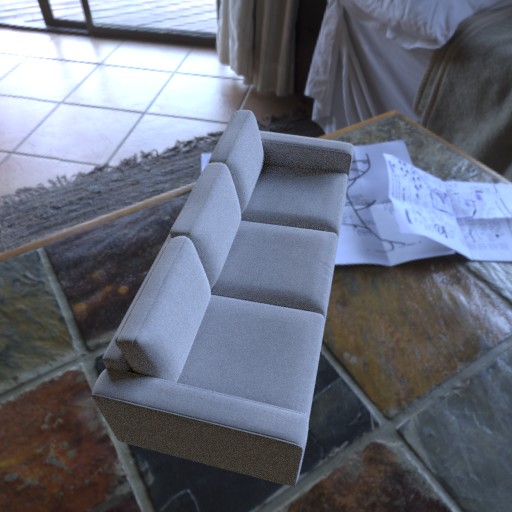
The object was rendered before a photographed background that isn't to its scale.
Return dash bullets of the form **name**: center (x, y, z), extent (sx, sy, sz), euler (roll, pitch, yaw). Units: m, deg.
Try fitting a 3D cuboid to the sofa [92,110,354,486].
- **sofa**: center (0.000, 0.000, 2.540), extent (0.900, 0.800, 2.120), euler (10, 48, 9)
